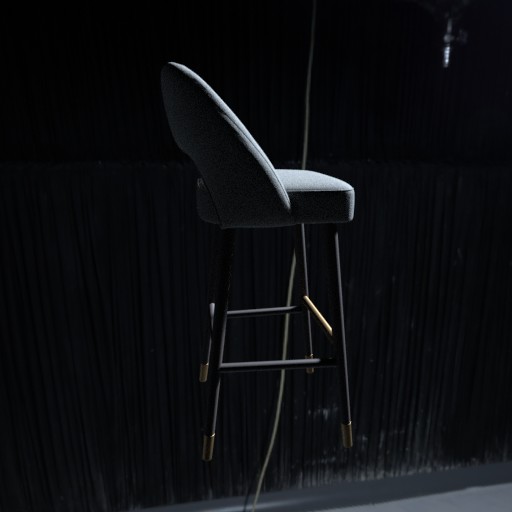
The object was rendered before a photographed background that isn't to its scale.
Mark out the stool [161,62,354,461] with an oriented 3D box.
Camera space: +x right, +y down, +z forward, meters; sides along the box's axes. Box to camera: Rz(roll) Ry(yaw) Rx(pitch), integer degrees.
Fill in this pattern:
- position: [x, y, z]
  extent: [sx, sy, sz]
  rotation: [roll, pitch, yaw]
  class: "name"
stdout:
- position: [0.000, 0.000, 1.379]
  extent: [0.524, 1.089, 0.536]
  rotation: [-2, 15, -8]
  class: "stool"
